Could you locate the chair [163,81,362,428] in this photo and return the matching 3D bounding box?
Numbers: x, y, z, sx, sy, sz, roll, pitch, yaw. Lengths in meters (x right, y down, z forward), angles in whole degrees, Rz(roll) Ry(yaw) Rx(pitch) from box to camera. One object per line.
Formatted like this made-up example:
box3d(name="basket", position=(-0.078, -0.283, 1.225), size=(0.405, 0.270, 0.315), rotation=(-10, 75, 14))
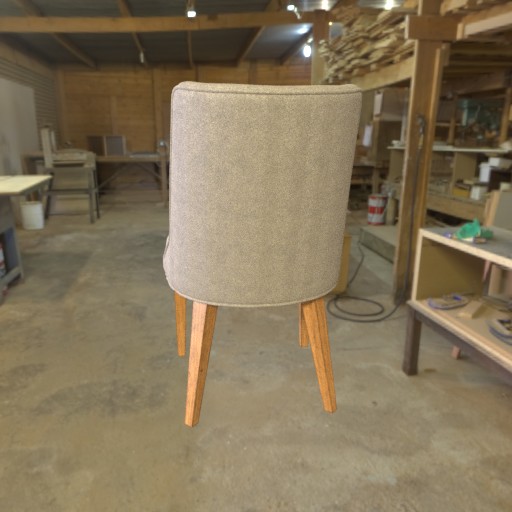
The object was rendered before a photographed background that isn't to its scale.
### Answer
box3d(name="chair", position=(0.000, 0.000, 1.309), size=(0.548, 0.916, 0.636), rotation=(-2, 16, -9))
